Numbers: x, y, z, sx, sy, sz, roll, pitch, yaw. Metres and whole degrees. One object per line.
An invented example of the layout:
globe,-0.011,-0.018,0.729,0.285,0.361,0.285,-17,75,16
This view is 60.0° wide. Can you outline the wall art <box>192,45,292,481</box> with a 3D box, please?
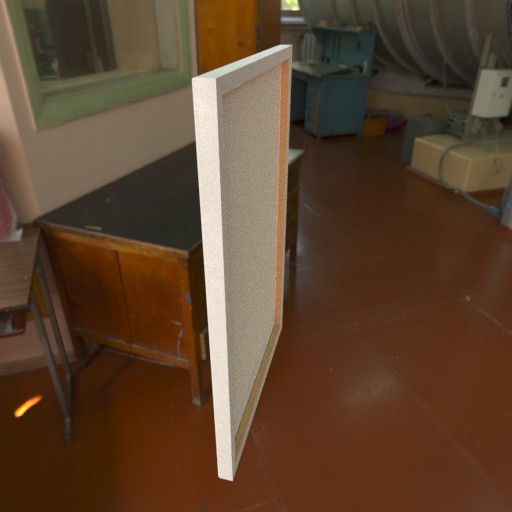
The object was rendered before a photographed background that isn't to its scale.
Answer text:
wall art,0.000,0.000,1.107,0.038,0.912,0.607,7,30,12
